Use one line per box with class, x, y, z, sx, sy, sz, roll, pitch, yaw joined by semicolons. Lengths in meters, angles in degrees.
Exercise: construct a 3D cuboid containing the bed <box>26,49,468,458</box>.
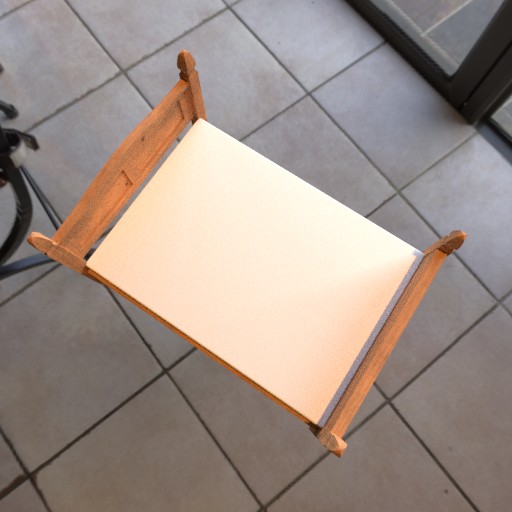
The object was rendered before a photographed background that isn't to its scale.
bed;0.000;0.000;2.931;2.069;1.100;1.490;33;78;8
